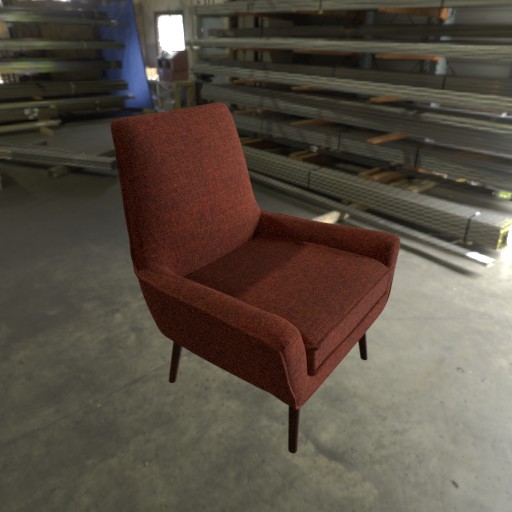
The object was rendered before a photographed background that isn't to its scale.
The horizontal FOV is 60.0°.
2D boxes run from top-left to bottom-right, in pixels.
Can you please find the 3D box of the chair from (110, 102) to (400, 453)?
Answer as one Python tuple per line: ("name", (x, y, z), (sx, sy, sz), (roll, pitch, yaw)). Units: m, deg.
("chair", (0.000, 0.000, 1.515), (0.784, 0.911, 0.803), (18, 31, 32))
